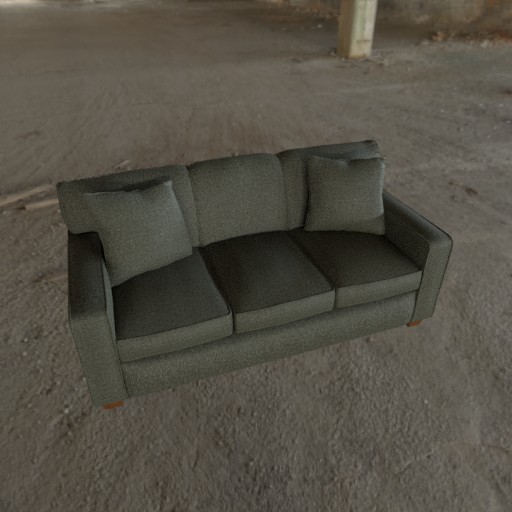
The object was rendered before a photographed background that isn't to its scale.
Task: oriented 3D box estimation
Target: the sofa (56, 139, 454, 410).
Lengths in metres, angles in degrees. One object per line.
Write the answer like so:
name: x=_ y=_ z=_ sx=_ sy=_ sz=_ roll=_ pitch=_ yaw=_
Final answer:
sofa: x=0.000 y=0.000 z=2.596 sx=2.024 sy=0.958 sz=0.997 roll=-11 pitch=35 yaw=-17
